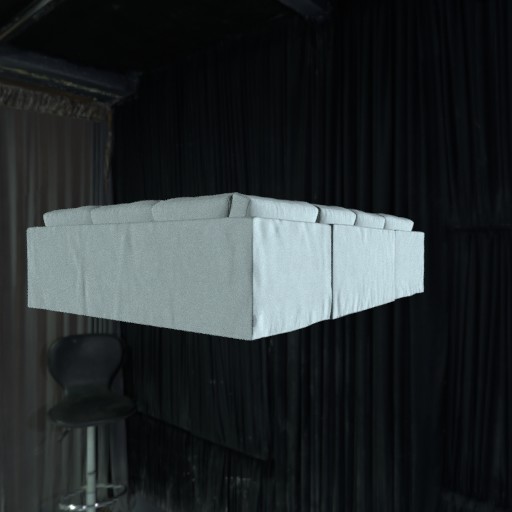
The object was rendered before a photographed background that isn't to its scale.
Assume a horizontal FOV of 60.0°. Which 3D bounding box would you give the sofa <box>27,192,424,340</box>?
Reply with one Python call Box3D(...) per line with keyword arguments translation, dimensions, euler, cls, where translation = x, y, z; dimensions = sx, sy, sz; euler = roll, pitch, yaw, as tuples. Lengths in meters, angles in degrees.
Box3D(translation=(0.000, 0.000, 4.511), dimensions=(2.440, 0.869, 3.434), euler=(1, 1, 36), cls="sofa")
